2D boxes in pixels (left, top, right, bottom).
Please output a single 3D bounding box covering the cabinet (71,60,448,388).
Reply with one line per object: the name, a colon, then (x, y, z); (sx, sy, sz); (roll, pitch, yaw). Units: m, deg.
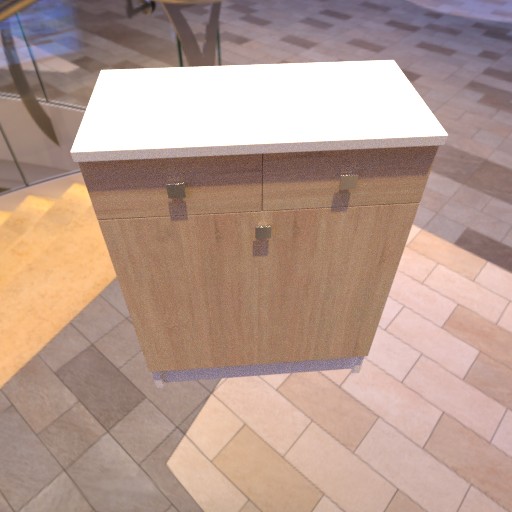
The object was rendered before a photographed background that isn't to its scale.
cabinet: (0.000, 0.000, 1.093); (0.600, 0.815, 0.296); (-3, 46, -3)
